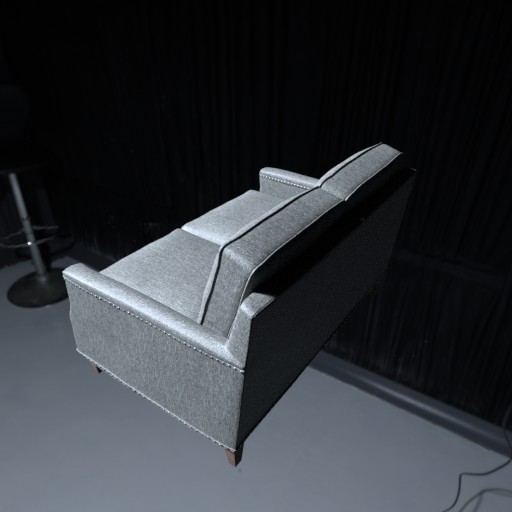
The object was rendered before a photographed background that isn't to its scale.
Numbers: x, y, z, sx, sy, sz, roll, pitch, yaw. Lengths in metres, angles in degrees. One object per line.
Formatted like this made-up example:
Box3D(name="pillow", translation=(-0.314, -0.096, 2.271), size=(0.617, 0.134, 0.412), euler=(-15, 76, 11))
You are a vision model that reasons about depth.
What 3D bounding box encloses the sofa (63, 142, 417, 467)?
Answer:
Box3D(name="sofa", translation=(0.000, 0.000, 2.296), size=(1.084, 1.003, 1.597), euler=(21, 37, 30))
